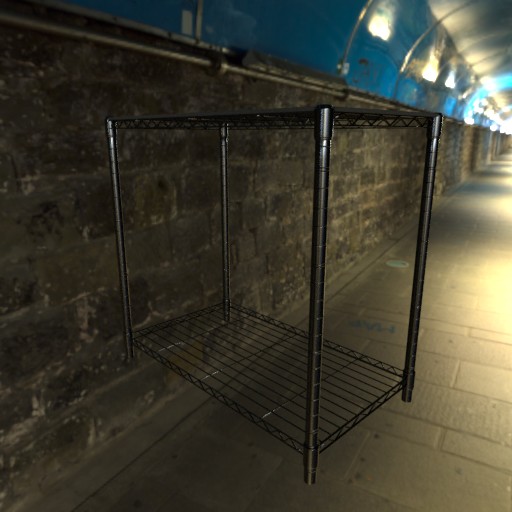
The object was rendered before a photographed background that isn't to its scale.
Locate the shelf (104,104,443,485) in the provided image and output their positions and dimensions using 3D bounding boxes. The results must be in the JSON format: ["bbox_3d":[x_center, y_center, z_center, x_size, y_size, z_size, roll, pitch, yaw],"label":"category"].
[{"bbox_3d":[0.000,0.000,0.926,0.338,0.564,0.589,-15,21,-42],"label":"shelf"}]
